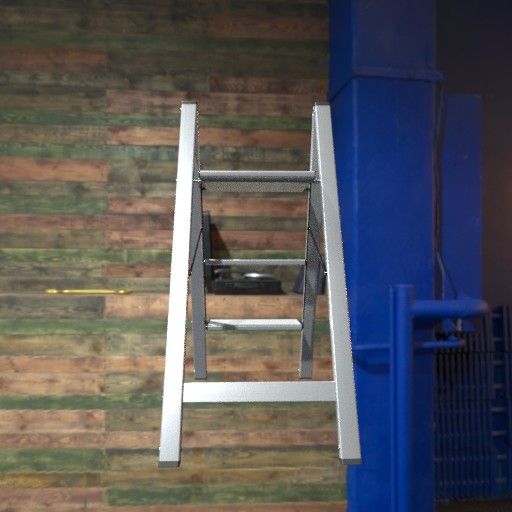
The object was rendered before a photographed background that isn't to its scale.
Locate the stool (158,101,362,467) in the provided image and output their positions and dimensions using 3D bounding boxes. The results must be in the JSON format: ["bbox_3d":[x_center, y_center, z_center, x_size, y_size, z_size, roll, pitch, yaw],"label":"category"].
[{"bbox_3d":[0.000,0.000,1.311,0.441,0.902,0.730,0,-1,-2],"label":"stool"}]
